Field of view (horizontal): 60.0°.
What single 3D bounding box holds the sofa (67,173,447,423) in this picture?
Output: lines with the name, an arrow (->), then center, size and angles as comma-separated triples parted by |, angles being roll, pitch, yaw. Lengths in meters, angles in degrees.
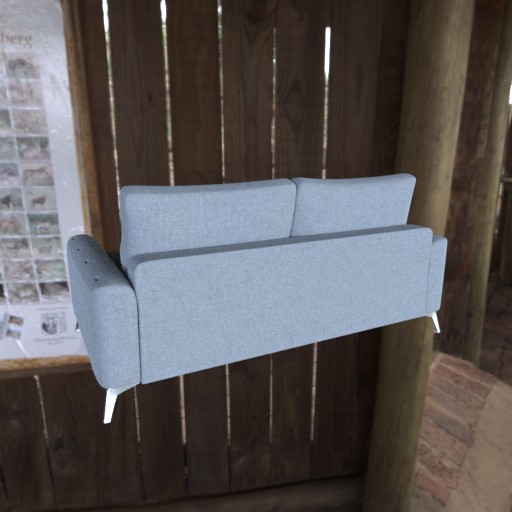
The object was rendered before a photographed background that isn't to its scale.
sofa -> 0.000, 0.000, 2.163 | 1.650, 0.790, 0.920 | -7, 16, -26
